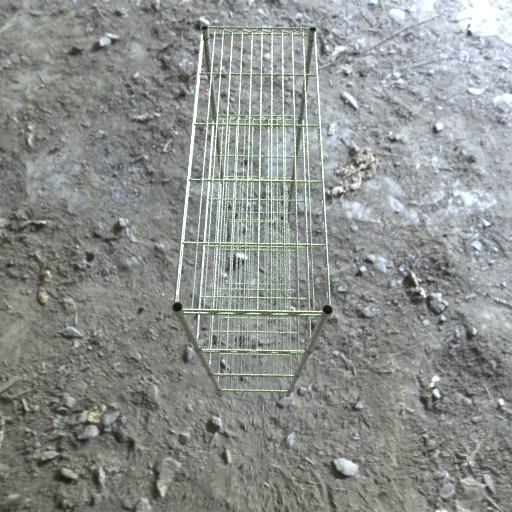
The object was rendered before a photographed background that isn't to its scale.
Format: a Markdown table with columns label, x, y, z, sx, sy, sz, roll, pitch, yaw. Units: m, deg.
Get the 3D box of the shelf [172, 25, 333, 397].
| label | x | y | z | sx | sy | sz | roll | pitch | yaw |
| --- | --- | --- | --- | --- | --- | --- | --- | --- | --- |
| shelf | 0.000 | 0.000 | 1.763 | 0.352 | 1.360 | 0.907 | 1 | 65 | 0 |
